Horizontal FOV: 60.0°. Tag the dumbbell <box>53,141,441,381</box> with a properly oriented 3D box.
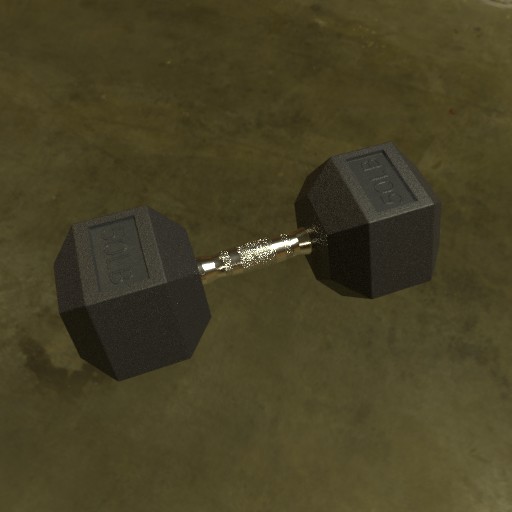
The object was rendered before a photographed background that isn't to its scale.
[{"bbox_3d":[0.000,0.000,0.473,0.384,0.150,0.173,-16,60,-10],"label":"dumbbell"}]
